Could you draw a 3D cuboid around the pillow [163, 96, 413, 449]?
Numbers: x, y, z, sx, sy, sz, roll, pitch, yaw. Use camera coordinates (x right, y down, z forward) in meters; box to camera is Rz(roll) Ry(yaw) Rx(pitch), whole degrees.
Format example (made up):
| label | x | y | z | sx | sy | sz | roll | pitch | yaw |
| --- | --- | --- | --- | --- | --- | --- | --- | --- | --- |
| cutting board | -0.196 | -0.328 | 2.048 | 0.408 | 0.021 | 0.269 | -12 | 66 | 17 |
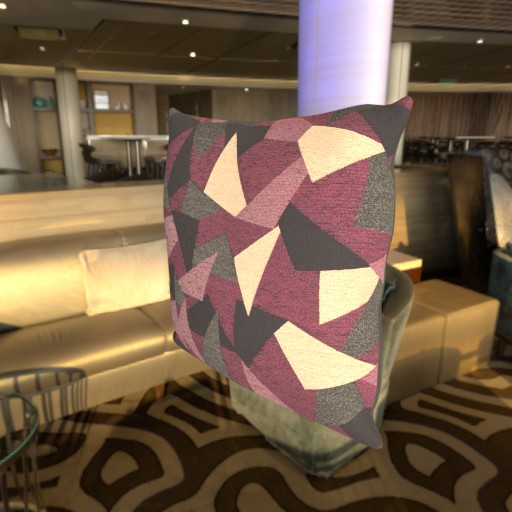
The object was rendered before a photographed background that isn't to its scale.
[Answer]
| label | x | y | z | sx | sy | sz | roll | pitch | yaw |
| --- | --- | --- | --- | --- | --- | --- | --- | --- | --- |
| pillow | 0.000 | 0.000 | 0.747 | 0.503 | 0.496 | 0.208 | 14 | 20 | 42 |
